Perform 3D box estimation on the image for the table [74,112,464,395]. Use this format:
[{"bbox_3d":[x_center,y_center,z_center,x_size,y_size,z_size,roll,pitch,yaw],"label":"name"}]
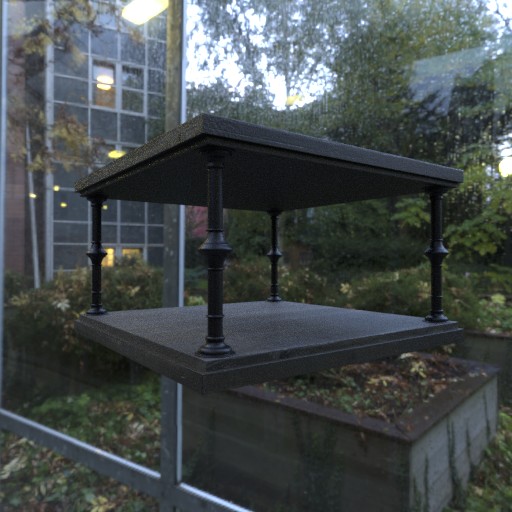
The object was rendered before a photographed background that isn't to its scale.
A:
[{"bbox_3d":[0.000,0.000,1.113,0.696,0.400,0.696,0,-1,-36],"label":"table"}]
